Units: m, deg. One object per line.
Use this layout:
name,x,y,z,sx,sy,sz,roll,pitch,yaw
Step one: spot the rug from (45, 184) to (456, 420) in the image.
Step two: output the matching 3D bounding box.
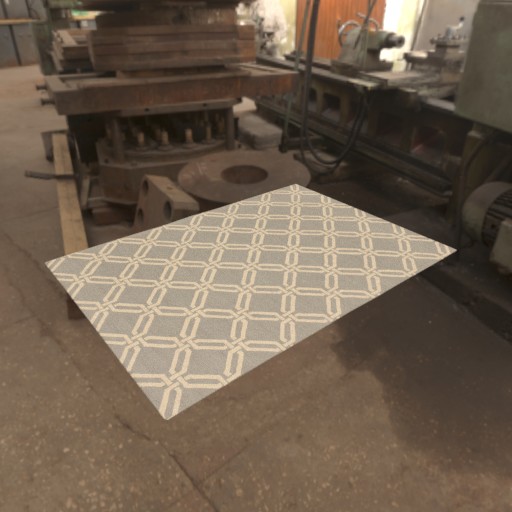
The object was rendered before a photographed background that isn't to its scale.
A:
rug,0.000,0.000,2.800,2.133,0.013,1.522,-22,37,-33
